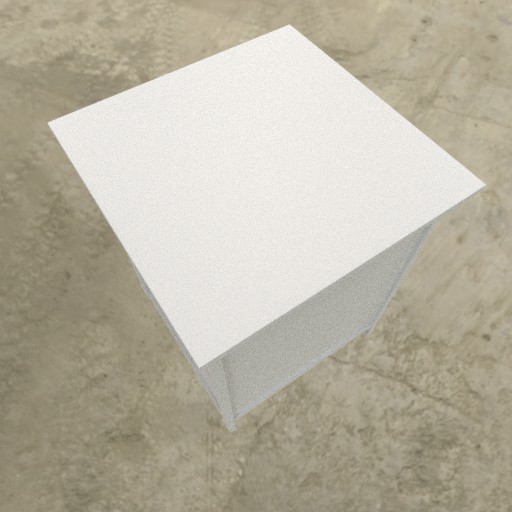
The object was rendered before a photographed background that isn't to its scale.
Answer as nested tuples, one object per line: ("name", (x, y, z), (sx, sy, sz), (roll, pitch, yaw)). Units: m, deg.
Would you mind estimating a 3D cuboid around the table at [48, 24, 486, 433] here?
("table", (0.000, 0.000, 0.740), (0.381, 0.483, 0.381), (-30, 63, -17))
